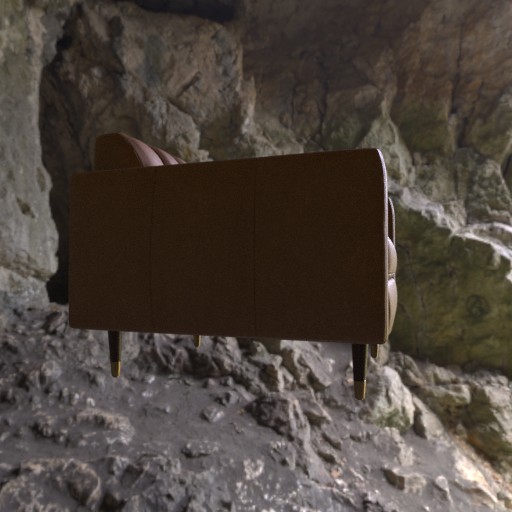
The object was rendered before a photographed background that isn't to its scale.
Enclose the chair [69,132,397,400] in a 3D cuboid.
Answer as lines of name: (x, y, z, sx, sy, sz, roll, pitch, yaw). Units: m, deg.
chair: (0.000, 0.000, 1.658, 0.998, 0.819, 0.953, -1, -2, 19)
